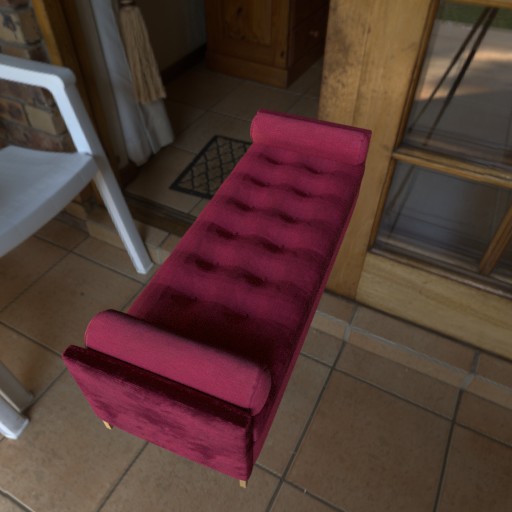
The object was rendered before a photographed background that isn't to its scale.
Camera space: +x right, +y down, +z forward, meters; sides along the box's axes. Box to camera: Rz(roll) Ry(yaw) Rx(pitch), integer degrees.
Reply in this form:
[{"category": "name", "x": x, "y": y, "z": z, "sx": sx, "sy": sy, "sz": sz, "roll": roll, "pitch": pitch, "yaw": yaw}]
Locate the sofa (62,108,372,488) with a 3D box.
[{"category": "sofa", "x": 0.000, "y": 0.000, "z": 2.461, "sx": 0.796, "sy": 0.705, "sz": 2.102, "roll": 16, "pitch": 48, "yaw": 15}]
